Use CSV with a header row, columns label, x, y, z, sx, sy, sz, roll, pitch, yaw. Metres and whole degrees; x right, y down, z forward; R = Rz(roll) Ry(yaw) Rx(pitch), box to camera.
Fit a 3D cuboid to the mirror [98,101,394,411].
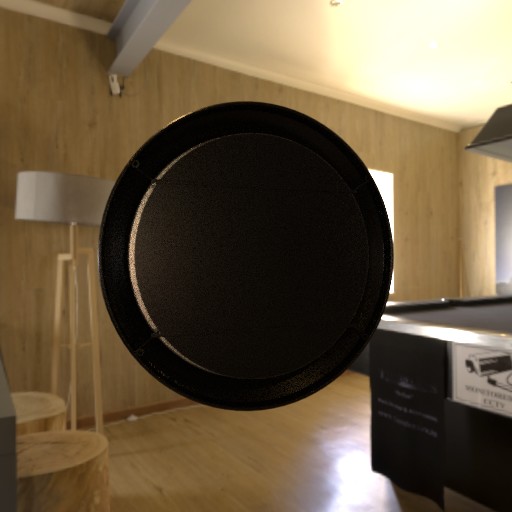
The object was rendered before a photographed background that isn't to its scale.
label,x,y,z,sx,sy,sz,roll,pitch,yaw
mirror,0.000,0.000,1.353,0.907,0.907,0.111,0,0,-17
